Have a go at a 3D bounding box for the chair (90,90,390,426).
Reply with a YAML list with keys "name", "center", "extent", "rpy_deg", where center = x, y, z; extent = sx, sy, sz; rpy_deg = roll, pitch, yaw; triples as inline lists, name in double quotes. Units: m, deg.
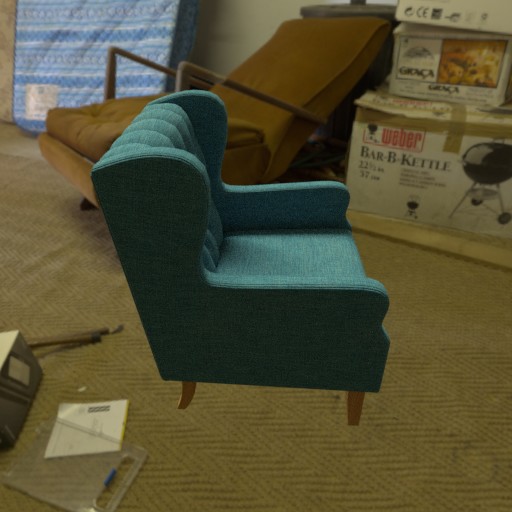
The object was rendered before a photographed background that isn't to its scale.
- name: "chair"
  center: [0.000, 0.000, 1.515]
  extent: [0.775, 0.952, 0.711]
  rpy_deg: [1, 33, 1]
